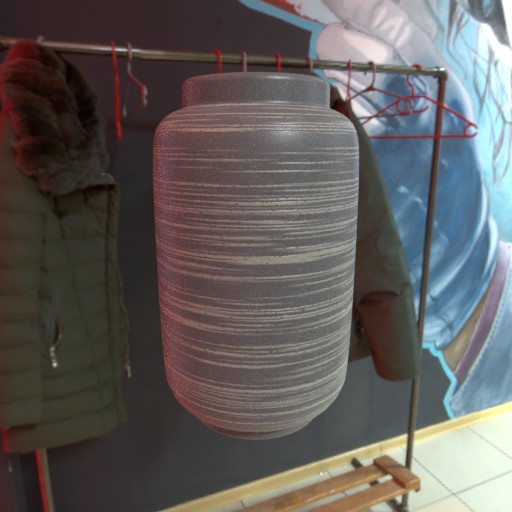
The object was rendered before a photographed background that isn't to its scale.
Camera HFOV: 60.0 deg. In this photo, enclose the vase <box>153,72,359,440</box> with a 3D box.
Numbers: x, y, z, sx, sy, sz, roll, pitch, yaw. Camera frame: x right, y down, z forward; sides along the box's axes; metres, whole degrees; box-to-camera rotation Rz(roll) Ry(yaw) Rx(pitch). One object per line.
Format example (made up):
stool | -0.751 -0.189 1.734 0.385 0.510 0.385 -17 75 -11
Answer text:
vase | 0.000 0.000 0.679 0.297 0.499 0.297 0 14 0
